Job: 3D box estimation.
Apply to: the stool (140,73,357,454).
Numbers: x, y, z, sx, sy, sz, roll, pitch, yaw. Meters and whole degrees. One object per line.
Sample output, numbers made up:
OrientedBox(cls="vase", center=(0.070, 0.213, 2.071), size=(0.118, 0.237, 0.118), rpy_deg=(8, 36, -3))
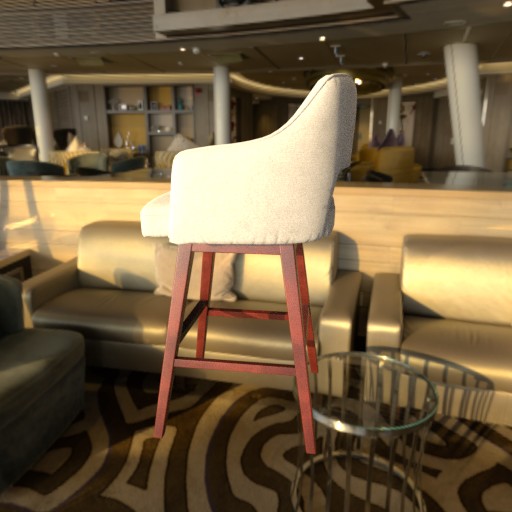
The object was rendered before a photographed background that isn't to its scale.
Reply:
OrientedBox(cls="stool", center=(0.000, 0.000, 1.367), size=(0.558, 1.012, 0.548), rpy_deg=(2, 15, 8))
